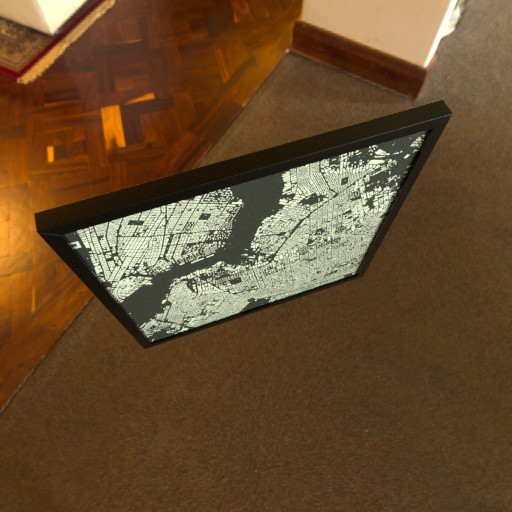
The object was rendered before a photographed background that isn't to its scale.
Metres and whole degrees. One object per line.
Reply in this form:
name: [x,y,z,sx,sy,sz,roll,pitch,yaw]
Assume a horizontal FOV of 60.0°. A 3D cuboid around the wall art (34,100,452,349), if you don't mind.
wall art: [0.000,0.000,1.110,0.755,0.761,0.038,-17,65,-8]
